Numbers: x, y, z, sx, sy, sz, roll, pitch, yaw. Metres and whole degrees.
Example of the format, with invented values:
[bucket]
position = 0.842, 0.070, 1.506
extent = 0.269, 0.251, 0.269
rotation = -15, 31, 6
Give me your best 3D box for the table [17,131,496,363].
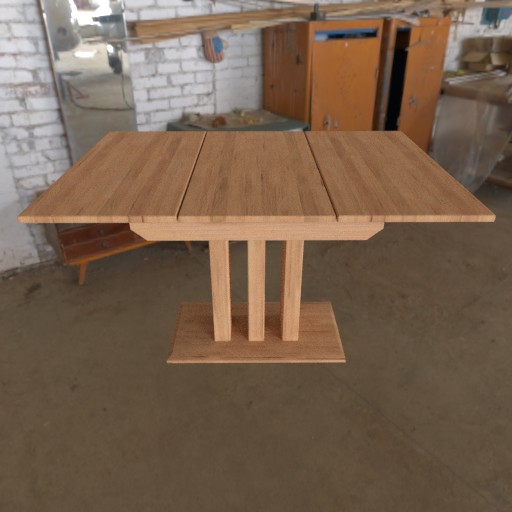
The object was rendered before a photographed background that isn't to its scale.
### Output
[table]
position = 0.000, 0.000, 1.782
extent = 1.300, 0.770, 0.900
rotation = 0, 30, 0
